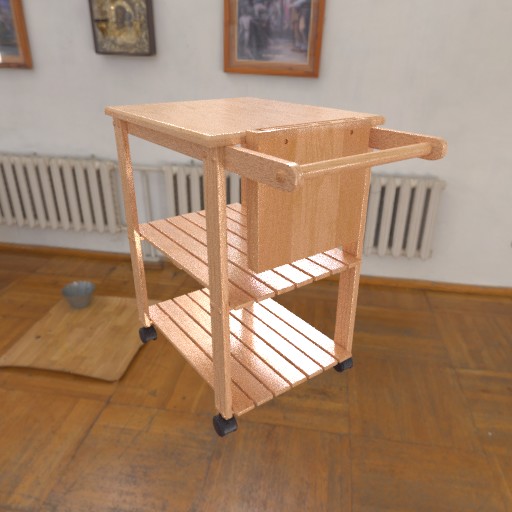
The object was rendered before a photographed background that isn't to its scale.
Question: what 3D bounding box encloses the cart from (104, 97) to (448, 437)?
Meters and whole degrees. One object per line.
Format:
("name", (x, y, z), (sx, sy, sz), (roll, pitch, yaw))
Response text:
("cart", (0.000, 0.000, 1.314), (0.520, 0.816, 0.843), (-17, 30, -32))
